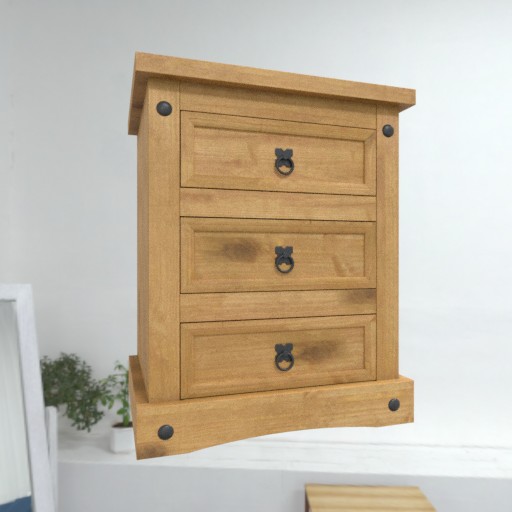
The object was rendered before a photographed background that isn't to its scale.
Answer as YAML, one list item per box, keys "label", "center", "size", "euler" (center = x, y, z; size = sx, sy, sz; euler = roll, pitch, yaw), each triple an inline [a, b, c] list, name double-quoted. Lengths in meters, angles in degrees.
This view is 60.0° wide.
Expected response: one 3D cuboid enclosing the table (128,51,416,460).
- label: "table"
  center: [0.000, 0.000, 1.215]
  size: [0.660, 0.813, 0.500]
  euler: [0, 0, -18]
